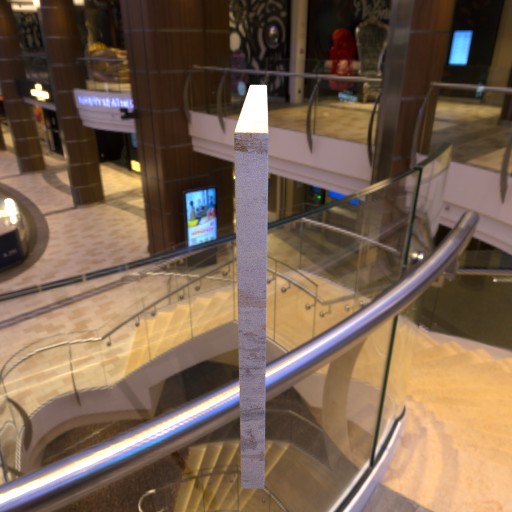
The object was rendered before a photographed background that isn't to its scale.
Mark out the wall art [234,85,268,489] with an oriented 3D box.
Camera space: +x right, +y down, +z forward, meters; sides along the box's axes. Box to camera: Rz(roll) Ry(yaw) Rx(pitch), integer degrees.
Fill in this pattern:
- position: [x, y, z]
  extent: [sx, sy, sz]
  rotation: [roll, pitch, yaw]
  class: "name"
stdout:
- position: [0.000, 0.000, 0.919]
  extent: [0.040, 0.613, 0.611]
  rotation: [0, 26, 1]
  class: "wall art"
